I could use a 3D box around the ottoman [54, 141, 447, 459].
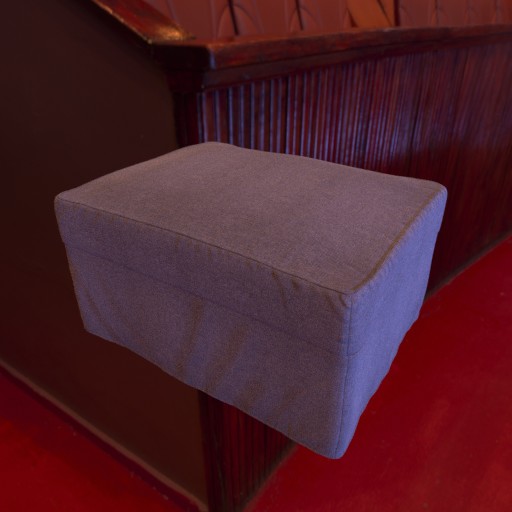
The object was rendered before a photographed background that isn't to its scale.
[{"bbox_3d":[0.000,0.000,1.246,0.833,0.492,0.652,18,34,28],"label":"ottoman"}]
